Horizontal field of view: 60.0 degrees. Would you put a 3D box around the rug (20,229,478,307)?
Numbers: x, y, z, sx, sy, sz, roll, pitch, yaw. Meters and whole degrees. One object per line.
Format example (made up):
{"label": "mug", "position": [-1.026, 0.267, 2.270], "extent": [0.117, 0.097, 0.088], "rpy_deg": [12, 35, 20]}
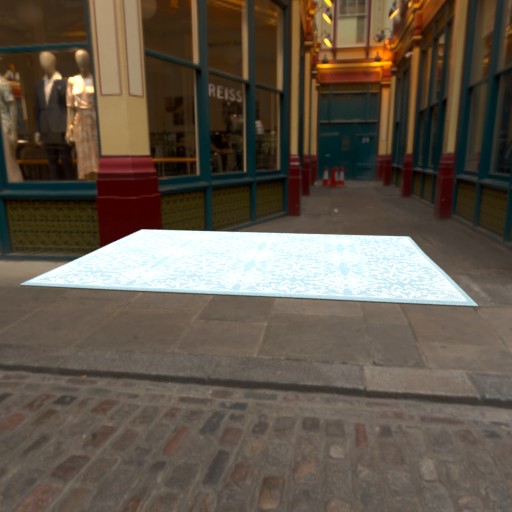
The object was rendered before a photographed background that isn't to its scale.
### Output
{"label": "rug", "position": [0.000, 0.000, 2.864], "extent": [2.205, 0.014, 1.589], "rpy_deg": [2, 14, 8]}
